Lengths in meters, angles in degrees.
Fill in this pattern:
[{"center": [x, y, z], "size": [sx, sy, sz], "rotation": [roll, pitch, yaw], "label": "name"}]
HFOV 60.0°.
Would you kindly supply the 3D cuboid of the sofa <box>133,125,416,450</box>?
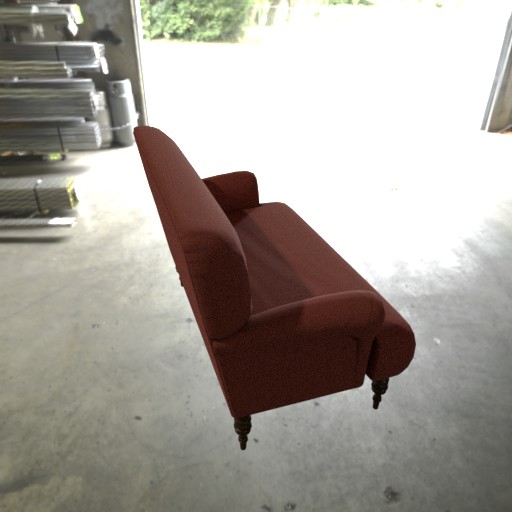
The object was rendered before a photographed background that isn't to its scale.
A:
[{"center": [0.000, 0.000, 1.850], "size": [0.779, 0.889, 1.297], "rotation": [-10, 32, -17], "label": "sofa"}]
